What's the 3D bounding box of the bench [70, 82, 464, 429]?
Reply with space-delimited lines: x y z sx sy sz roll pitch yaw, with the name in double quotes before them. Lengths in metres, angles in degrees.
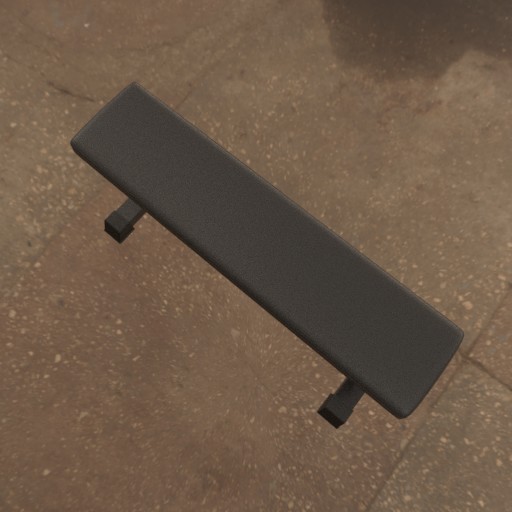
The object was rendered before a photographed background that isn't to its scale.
"bench" 0.000 0.000 1.283 1.072 0.453 0.439 39 78 10
